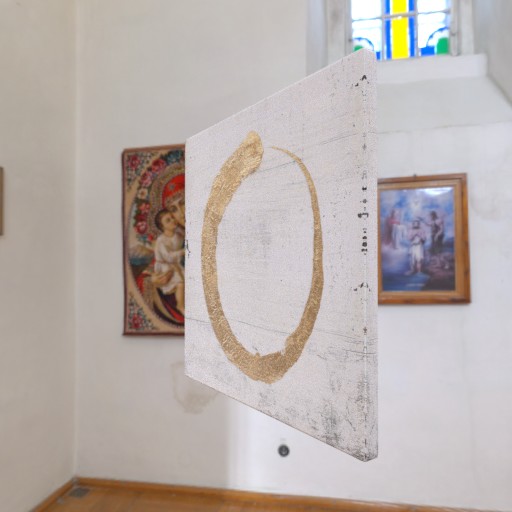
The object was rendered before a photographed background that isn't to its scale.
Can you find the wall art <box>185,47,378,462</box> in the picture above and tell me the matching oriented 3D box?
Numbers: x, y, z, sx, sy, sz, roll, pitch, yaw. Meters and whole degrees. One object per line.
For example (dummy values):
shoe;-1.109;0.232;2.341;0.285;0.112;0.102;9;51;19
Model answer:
wall art;0.000;0.000;1.133;0.038;0.762;0.762;1;-1;-35
